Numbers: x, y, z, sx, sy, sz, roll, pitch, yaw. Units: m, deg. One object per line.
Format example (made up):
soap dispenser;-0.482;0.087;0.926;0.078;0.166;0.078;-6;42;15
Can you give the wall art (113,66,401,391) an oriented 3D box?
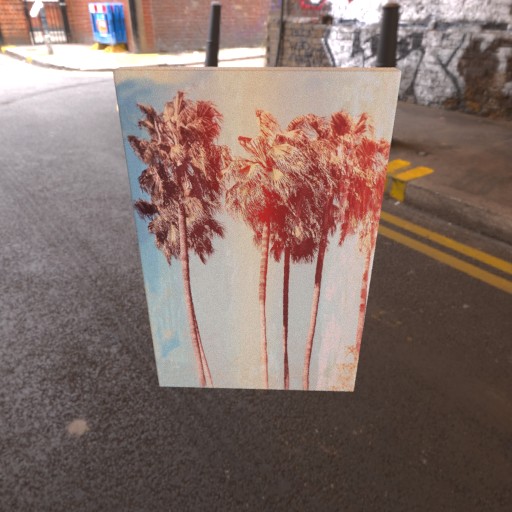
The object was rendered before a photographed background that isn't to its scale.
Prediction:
wall art;0.000;0.000;0.777;0.401;0.610;0.038;1;30;2
